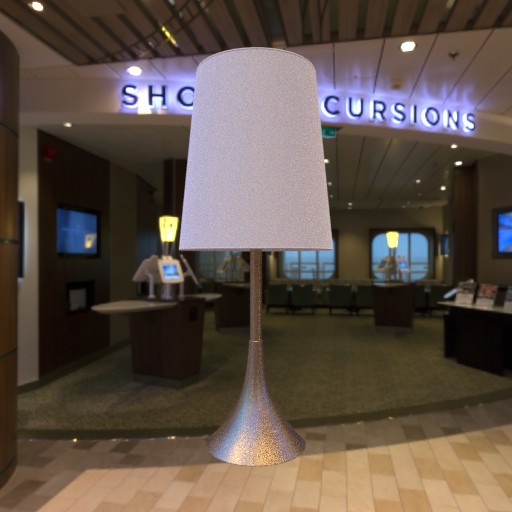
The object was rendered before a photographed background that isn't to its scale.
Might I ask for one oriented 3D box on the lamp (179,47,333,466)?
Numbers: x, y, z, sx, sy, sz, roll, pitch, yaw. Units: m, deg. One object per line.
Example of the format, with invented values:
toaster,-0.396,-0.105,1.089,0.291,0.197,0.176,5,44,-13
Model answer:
lamp,0.000,0.000,0.674,0.231,0.569,0.231,0,0,0
